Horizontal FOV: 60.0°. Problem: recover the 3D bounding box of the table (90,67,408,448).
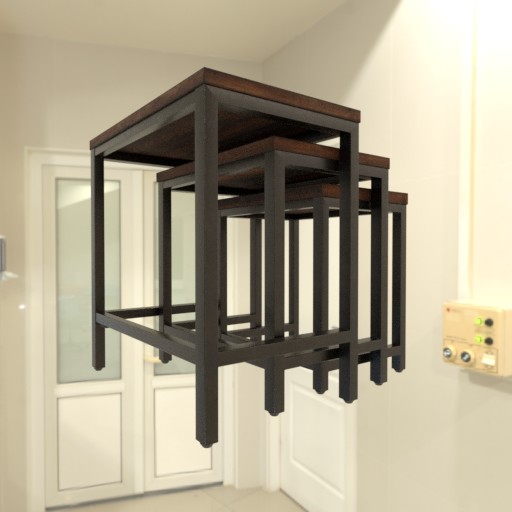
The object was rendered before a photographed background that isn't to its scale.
[{"bbox_3d":[0.000,0.000,1.147,0.660,0.616,0.608,-1,1,-37],"label":"table"}]
